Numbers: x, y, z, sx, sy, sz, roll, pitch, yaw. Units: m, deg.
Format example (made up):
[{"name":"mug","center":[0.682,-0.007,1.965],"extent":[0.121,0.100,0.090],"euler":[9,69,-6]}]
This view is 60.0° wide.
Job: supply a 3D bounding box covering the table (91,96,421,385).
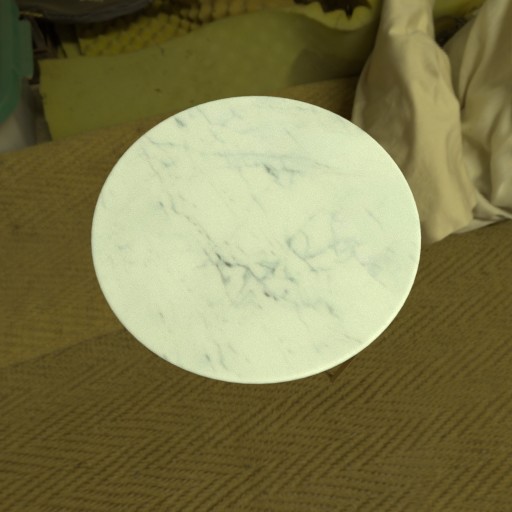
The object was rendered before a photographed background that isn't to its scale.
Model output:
[{"name":"table","center":[0.000,0.000,1.286],"extent":[0.800,0.450,0.800],"euler":[0,64,0]}]
